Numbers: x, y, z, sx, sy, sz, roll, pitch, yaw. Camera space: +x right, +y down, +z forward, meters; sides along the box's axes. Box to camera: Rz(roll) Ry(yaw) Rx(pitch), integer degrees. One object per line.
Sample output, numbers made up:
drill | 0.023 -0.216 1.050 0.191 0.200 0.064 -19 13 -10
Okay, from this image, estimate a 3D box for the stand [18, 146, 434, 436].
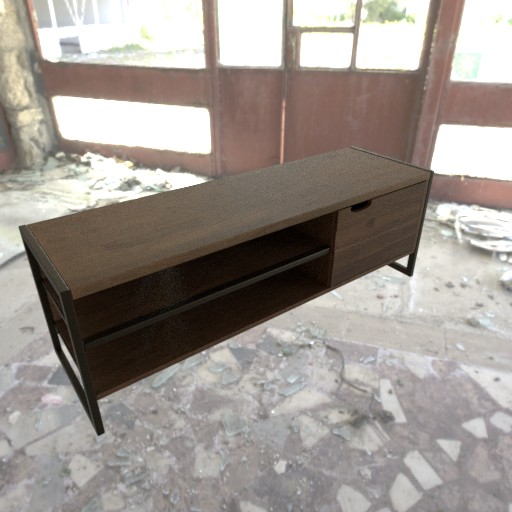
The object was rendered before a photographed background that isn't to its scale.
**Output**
stand | 0.000 0.000 1.708 1.480 0.506 0.454 -20 35 -31
